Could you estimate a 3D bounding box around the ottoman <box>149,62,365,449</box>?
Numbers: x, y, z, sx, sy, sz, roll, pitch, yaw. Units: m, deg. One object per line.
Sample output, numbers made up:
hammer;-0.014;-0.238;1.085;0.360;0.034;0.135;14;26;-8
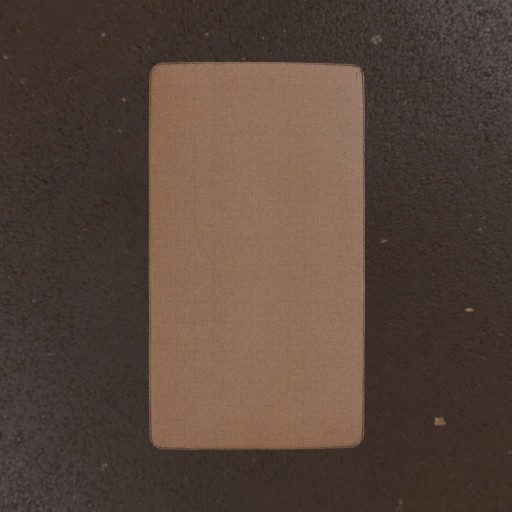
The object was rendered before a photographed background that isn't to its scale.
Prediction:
ottoman;0.000;0.000;1.412;0.617;0.448;1.097;0;90;-1
